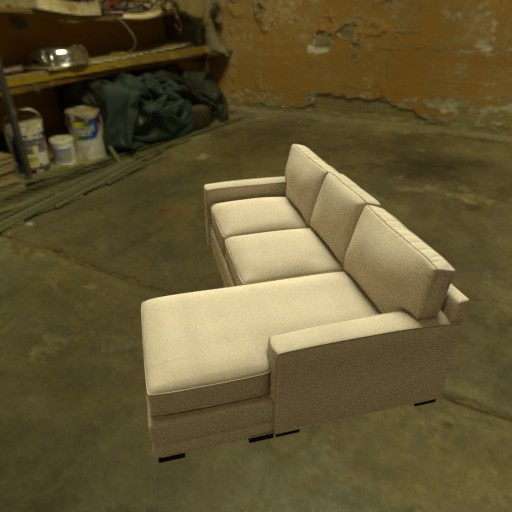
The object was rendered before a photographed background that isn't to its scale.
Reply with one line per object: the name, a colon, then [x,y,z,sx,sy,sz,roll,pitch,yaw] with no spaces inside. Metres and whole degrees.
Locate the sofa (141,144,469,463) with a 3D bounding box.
sofa: [0.000,0.000,2.855,1.496,0.861,2.087,-7,31,-12]
